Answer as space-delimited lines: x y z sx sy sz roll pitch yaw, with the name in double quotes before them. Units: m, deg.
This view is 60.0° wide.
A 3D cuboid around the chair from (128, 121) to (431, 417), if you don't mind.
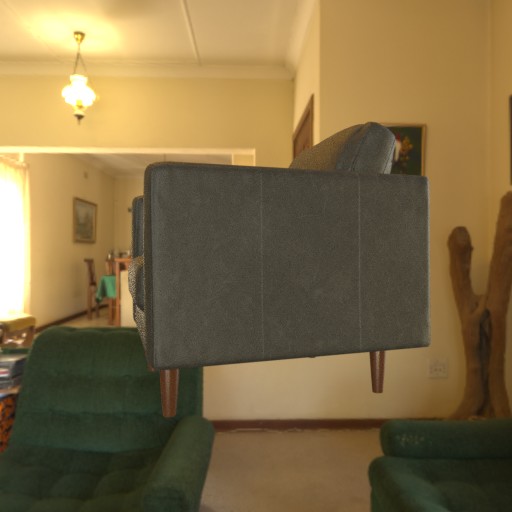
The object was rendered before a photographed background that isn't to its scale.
"chair" 0.000 0.000 1.599 0.879 0.898 0.831 0 1 -18
